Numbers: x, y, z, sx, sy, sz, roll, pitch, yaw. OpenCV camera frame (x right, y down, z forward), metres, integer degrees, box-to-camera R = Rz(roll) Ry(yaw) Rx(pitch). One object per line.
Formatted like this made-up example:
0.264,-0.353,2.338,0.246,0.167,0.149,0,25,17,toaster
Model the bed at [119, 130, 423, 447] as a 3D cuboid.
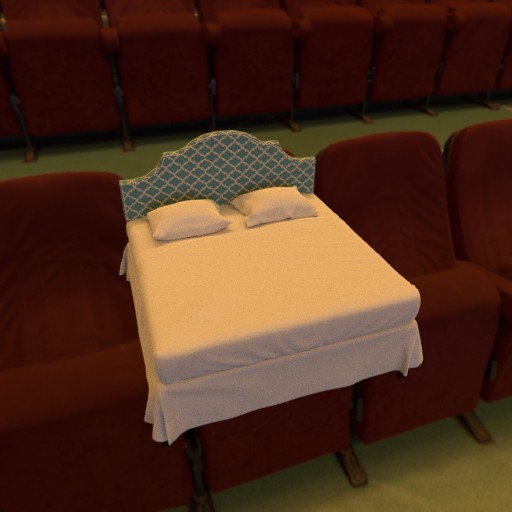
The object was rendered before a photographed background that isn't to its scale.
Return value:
0.000,0.000,3.798,2.314,1.601,2.222,-10,34,-16,bed
